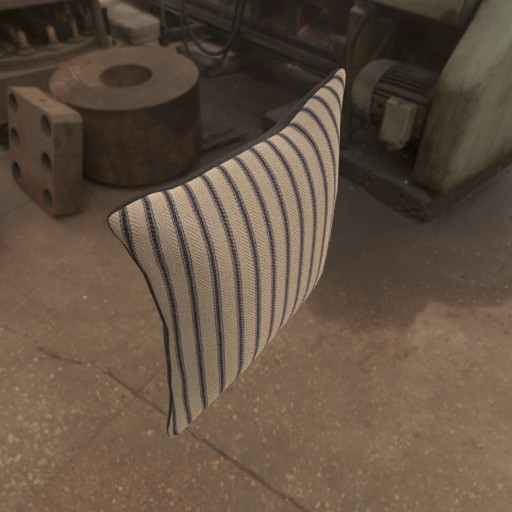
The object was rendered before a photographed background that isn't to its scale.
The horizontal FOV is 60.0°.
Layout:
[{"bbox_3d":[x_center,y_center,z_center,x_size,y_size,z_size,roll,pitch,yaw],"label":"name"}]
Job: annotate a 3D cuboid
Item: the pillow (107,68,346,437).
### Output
[{"bbox_3d":[0.000,0.000,0.693,0.138,0.444,0.468,26,49,26],"label":"pillow"}]
